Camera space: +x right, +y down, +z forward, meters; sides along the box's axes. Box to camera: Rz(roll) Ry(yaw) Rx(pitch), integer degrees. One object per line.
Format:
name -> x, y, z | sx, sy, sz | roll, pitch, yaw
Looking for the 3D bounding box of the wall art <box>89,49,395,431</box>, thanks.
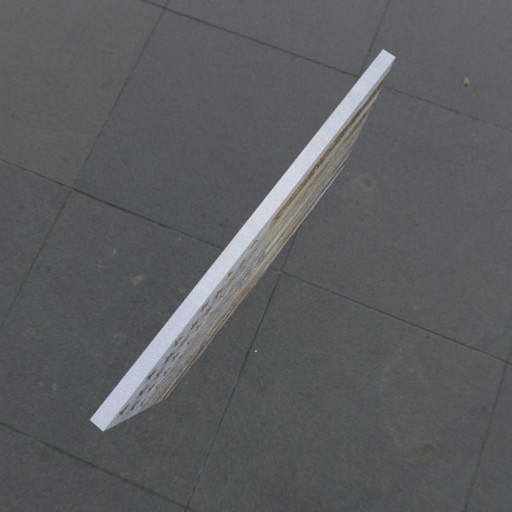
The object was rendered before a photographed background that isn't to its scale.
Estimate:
wall art -> 0.000, 0.000, 1.425 | 0.041, 0.762, 1.145 | 36, 80, 7
